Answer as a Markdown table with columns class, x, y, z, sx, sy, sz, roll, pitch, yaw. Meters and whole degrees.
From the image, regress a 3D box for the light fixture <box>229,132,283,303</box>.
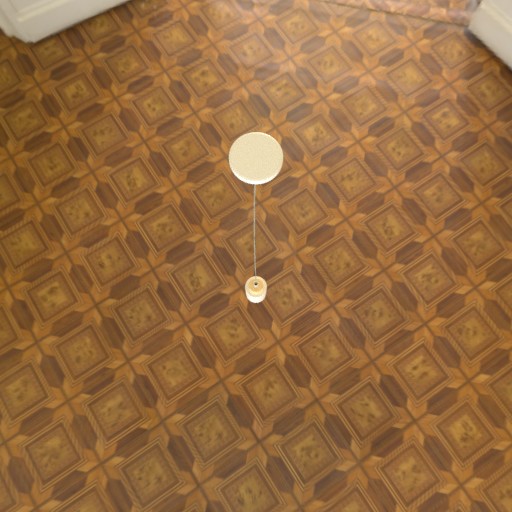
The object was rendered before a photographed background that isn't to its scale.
| class | x | y | z | sx | sy | sz | roll | pitch | yaw |
| --- | --- | --- | --- | --- | --- | --- | --- | --- | --- |
| light fixture | 0.000 | 0.000 | 1.885 | 0.125 | 1.798 | 0.125 | -33 | 78 | -8 |
